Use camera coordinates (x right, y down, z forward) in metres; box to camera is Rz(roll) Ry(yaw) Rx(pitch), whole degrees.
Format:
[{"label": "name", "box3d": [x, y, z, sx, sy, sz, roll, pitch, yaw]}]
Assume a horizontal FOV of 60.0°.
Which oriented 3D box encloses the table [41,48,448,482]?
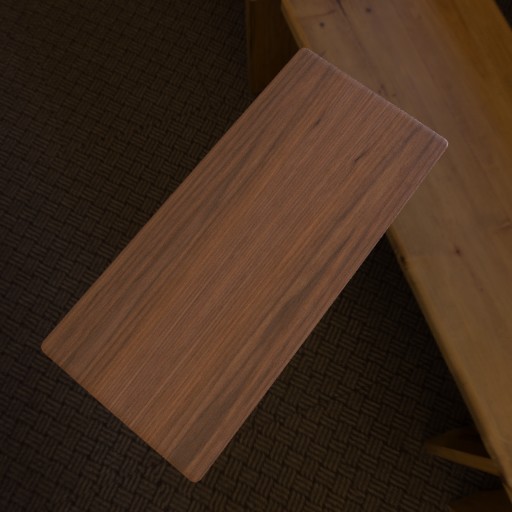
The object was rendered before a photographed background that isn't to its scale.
[{"label": "table", "box3d": [0.000, 0.000, 1.673, 0.637, 0.468, 1.375, 37, 79, 8]}]
